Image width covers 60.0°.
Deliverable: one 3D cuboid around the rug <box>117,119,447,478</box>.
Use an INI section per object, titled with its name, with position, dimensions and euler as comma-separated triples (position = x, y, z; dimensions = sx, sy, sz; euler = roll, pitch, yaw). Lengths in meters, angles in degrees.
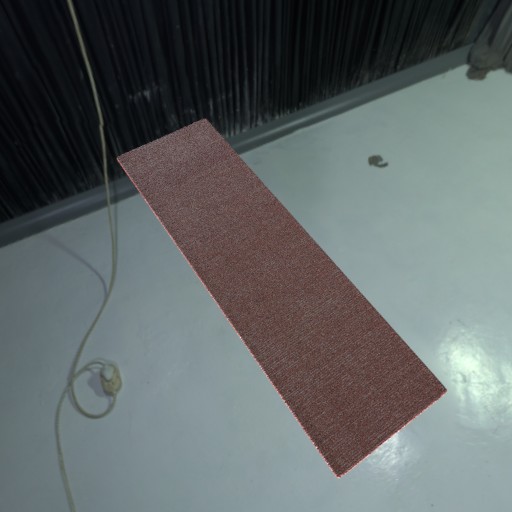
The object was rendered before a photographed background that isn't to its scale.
[rug]
position = 0.000, 0.000, 2.538
dimensions = 0.687, 0.012, 2.307
euler = -30, 63, -17
